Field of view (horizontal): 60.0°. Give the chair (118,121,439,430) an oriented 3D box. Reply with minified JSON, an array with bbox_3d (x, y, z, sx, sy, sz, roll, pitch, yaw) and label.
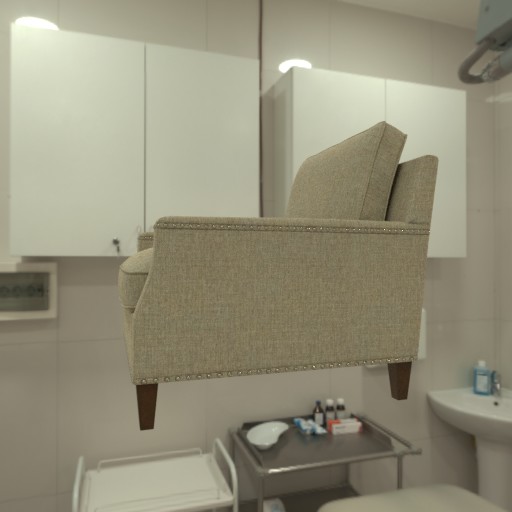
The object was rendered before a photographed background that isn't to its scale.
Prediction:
[{"bbox_3d":[0.000,0.000,1.711,1.014,0.943,0.853,0,0,-18],"label":"chair"}]
